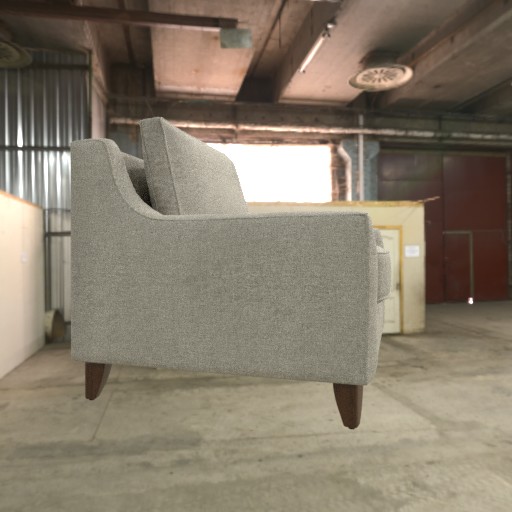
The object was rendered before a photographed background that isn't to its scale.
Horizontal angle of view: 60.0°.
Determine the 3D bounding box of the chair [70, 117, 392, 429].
[{"bbox_3d":[0.000,0.000,1.570,0.918,0.864,0.838,0,1,18],"label":"chair"}]
